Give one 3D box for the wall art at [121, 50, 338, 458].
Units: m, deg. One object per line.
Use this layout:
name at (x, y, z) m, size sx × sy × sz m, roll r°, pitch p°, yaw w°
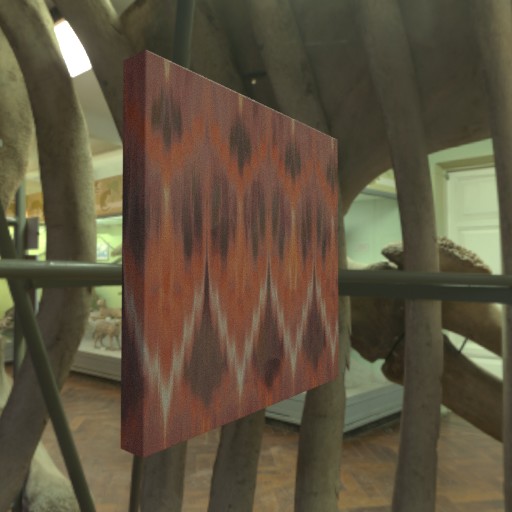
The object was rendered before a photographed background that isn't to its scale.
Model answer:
wall art at (0.000, 0.000, 0.608) m, size 0.038 × 0.406 × 0.403 m, roll -1°, pitch -2°, yaw 38°
